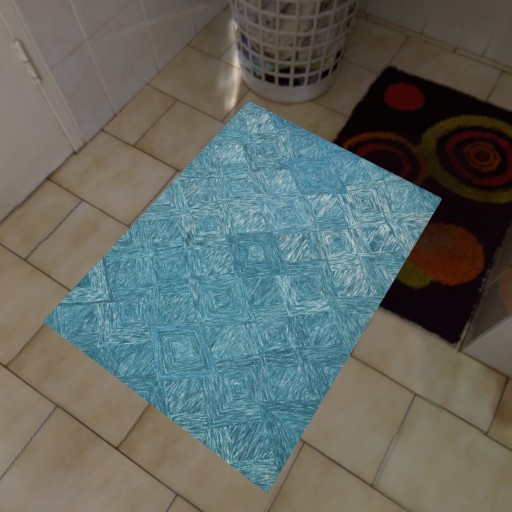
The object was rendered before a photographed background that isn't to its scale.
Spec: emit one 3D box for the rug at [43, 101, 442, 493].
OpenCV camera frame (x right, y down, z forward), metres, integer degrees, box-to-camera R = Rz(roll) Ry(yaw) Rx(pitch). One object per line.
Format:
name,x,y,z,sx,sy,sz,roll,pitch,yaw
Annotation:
rug,0.000,0.000,4.243,2.405,0.027,3.217,31,68,15
